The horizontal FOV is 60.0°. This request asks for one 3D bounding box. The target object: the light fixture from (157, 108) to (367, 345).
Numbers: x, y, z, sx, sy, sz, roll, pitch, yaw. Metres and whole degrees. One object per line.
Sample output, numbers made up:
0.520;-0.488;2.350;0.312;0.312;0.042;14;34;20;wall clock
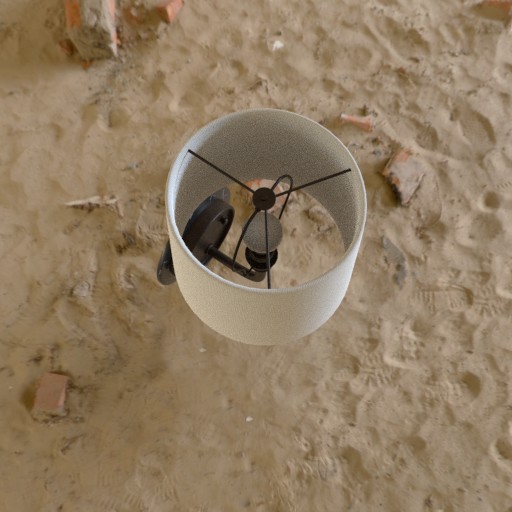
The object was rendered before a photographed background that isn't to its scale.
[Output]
0.000;0.000;0.445;0.188;0.337;0.168;33;78;8;light fixture
